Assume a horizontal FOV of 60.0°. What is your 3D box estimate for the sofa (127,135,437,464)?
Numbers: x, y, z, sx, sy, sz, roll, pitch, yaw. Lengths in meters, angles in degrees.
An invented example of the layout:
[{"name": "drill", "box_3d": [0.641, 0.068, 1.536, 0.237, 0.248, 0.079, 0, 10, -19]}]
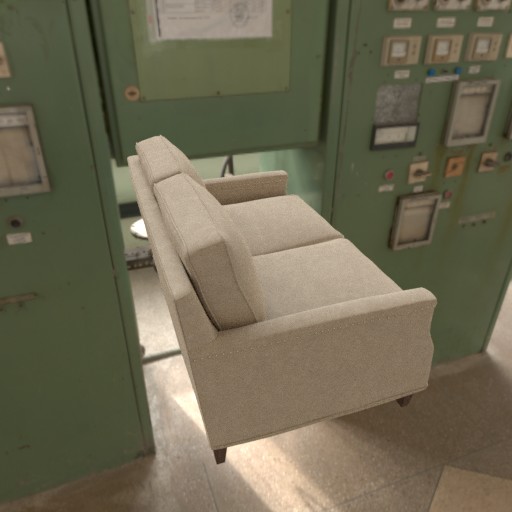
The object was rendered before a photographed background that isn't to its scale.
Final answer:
[{"name": "sofa", "box_3d": [0.000, 0.000, 2.280, 1.084, 1.002, 1.597, -10, 32, -17]}]
